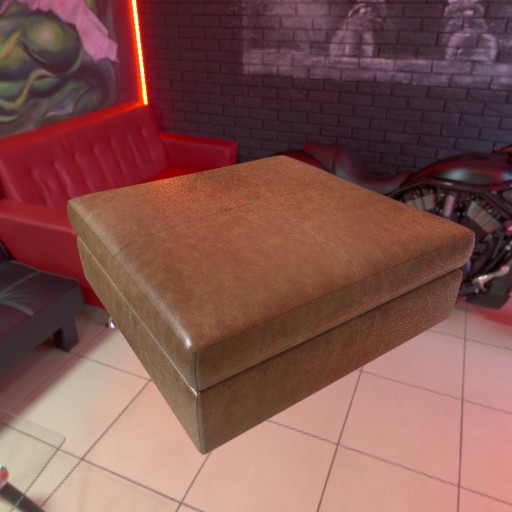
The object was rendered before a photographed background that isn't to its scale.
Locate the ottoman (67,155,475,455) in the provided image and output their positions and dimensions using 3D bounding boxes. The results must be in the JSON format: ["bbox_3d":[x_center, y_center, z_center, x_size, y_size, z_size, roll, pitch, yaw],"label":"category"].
[{"bbox_3d":[0.000,0.000,1.823,1.169,0.483,1.168,-18,34,-29],"label":"ottoman"}]
